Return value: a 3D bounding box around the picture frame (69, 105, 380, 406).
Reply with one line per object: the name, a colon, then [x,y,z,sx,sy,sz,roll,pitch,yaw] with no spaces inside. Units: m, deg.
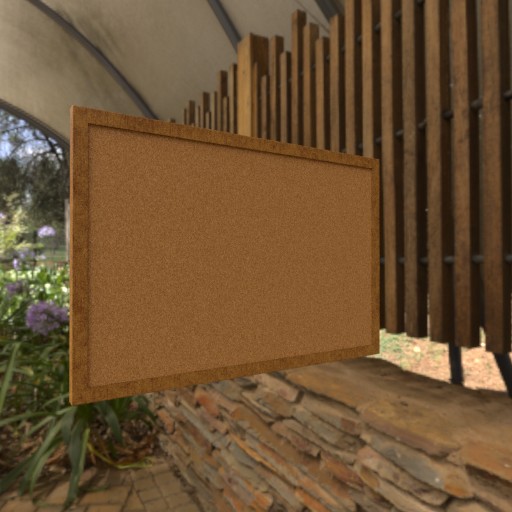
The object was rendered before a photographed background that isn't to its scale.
picture frame: [0.000,0.000,1.178,0.922,0.621,0.029,0,0,-33]
